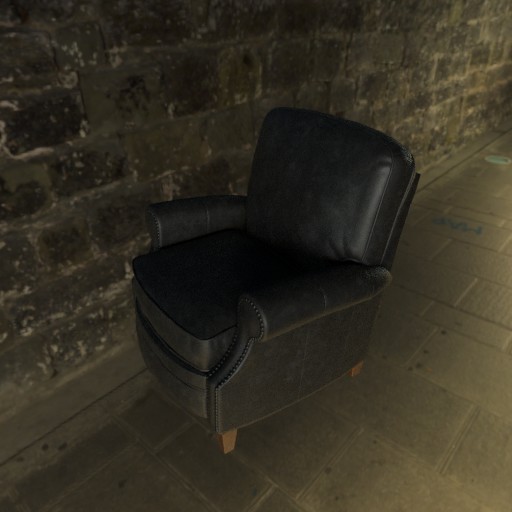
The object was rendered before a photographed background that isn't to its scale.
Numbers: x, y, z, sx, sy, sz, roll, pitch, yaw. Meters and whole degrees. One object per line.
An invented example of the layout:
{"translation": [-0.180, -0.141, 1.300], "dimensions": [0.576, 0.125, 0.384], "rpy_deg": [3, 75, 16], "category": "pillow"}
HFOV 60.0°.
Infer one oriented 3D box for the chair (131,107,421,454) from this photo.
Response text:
{"translation": [0.000, 0.000, 1.759], "dimensions": [0.986, 1.018, 0.936], "rpy_deg": [-18, 35, -29], "category": "chair"}
